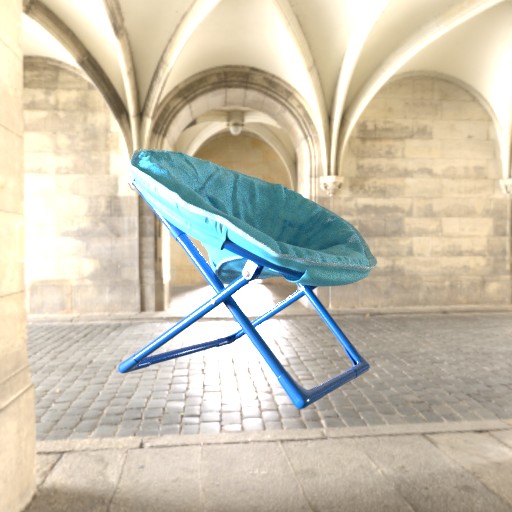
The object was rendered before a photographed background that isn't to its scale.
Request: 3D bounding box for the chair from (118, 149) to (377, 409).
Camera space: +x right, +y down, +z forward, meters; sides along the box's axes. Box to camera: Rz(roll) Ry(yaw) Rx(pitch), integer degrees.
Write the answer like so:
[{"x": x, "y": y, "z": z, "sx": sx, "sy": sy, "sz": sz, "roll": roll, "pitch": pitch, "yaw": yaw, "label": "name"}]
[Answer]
[{"x": 0.000, "y": 0.000, "z": 0.911, "sx": 0.465, "sy": 0.478, "sz": 0.520, "roll": 1, "pitch": 2, "yaw": 36, "label": "chair"}]
